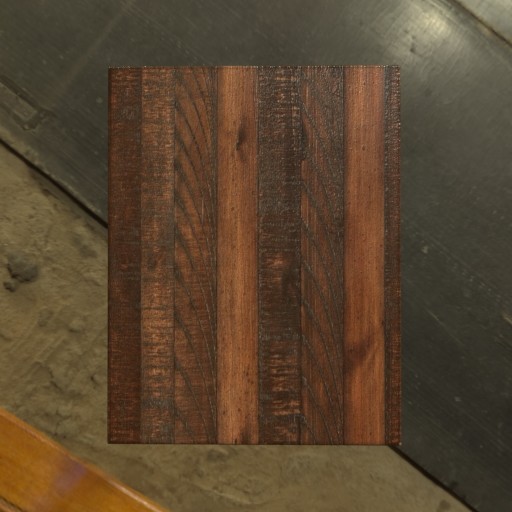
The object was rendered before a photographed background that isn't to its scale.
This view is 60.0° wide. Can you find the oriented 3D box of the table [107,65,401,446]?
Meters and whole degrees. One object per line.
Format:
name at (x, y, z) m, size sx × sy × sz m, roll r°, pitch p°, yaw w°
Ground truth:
table at (0.000, 0.000, 1.098) m, size 0.524 × 0.612 × 0.678 m, roll 0°, pitch 90°, yaw 1°
